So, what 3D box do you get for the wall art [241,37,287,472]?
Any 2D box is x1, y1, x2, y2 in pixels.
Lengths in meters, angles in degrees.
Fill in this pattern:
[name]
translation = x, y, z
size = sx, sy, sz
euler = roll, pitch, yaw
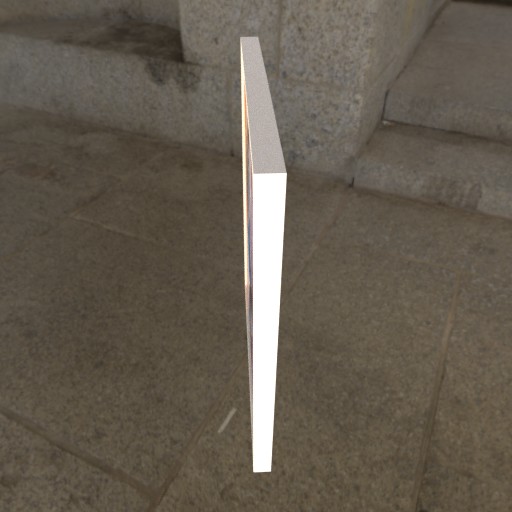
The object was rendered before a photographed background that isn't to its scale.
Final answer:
[wall art]
translation = 0.000, 0.000, 0.718
size = 0.030, 0.549, 0.443
euler = -2, 40, -2
